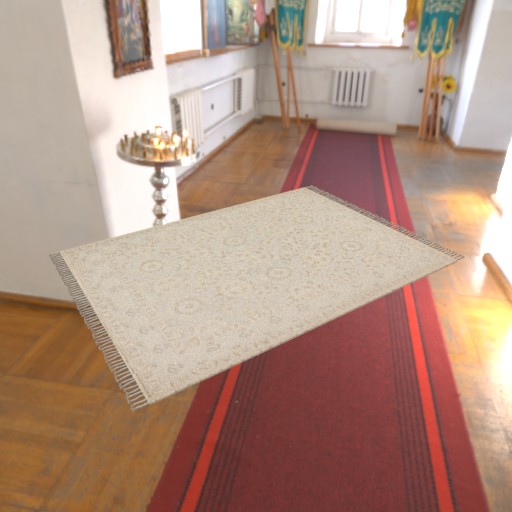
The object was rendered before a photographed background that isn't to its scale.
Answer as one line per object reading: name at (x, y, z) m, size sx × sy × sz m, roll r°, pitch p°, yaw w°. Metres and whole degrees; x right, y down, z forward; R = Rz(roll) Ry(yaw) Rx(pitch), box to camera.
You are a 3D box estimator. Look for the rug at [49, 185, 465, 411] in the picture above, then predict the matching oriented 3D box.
rug at (0.000, 0.000, 2.288) m, size 1.771 × 0.015 × 1.223 m, roll -19°, pitch 35°, yaw -29°
